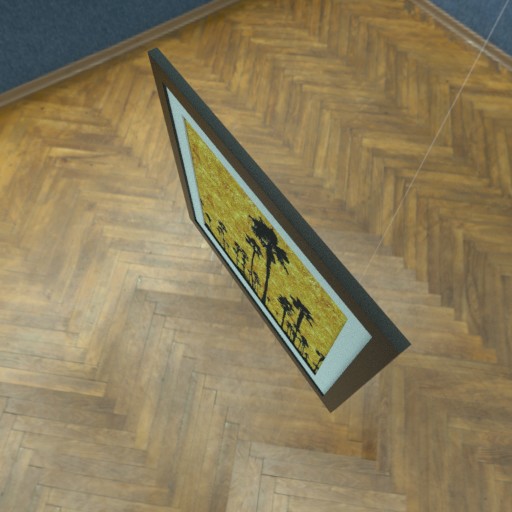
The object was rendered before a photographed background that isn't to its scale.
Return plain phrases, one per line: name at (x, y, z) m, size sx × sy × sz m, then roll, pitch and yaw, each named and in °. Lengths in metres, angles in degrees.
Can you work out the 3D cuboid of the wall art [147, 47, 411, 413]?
wall art at (0.000, 0.000, 0.539) m, size 0.012 × 0.332 × 0.383 m, roll -31°, pitch 68°, yaw -15°
